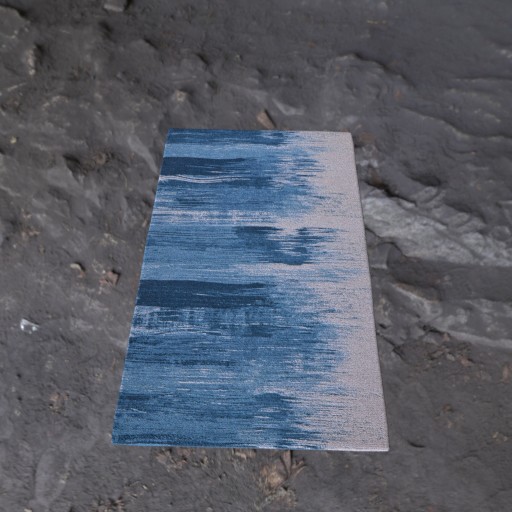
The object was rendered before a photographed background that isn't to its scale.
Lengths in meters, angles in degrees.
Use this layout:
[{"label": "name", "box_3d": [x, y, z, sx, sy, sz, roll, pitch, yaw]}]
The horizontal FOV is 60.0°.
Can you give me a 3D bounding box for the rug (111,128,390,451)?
[{"label": "rug", "box_3d": [0.000, 0.000, 3.036, 1.540, 0.027, 2.450, 1, 58, 1]}]
